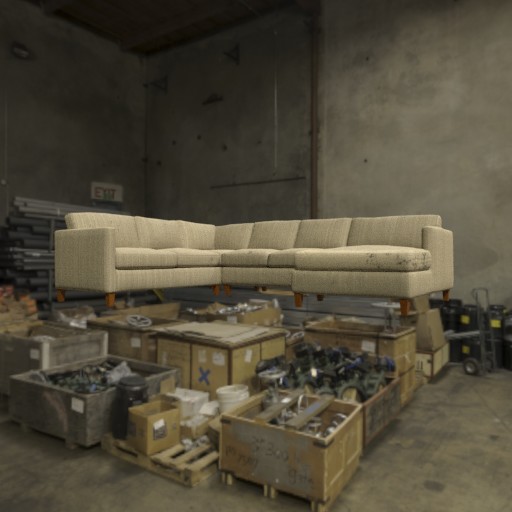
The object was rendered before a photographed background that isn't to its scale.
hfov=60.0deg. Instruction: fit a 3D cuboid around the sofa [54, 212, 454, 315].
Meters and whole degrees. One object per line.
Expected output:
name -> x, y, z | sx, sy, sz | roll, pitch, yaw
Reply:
sofa -> 0.000, 0.000, 4.723 | 3.460, 0.961, 2.594 | 0, 0, 35
